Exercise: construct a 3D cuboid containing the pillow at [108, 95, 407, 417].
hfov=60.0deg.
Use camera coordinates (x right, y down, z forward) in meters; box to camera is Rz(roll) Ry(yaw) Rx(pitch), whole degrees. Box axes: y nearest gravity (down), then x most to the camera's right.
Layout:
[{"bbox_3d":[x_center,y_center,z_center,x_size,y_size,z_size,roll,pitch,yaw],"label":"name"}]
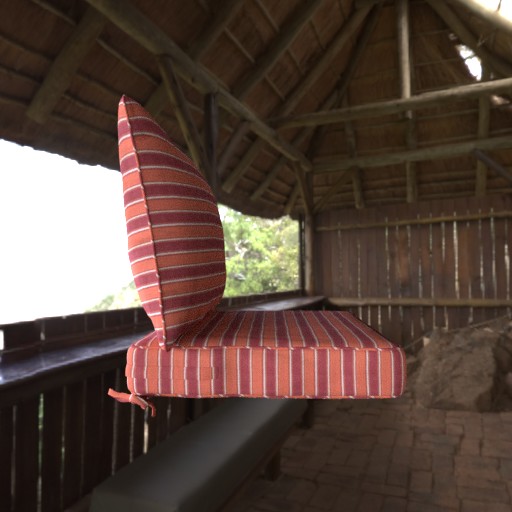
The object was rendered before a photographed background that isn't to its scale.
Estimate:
[{"bbox_3d":[0.000,0.000,1.364,0.733,0.723,0.799,0,0,2],"label":"pillow"}]
